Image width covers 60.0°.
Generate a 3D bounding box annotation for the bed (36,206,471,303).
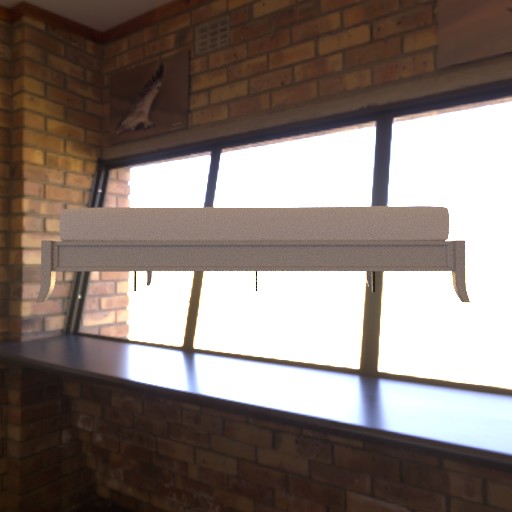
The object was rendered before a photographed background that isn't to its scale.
[{"bbox_3d":[0.000,0.000,3.156,2.108,0.510,2.007,0,-2,1],"label":"bed"}]
